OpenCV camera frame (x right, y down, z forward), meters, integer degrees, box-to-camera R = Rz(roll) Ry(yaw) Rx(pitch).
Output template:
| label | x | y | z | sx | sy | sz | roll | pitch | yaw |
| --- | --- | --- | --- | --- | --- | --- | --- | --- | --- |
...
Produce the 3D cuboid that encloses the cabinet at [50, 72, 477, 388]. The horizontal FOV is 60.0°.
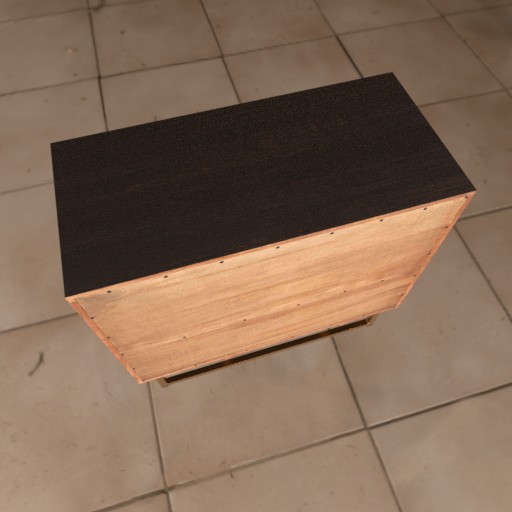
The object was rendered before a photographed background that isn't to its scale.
| label | x | y | z | sx | sy | sz | roll | pitch | yaw |
| --- | --- | --- | --- | --- | --- | --- | --- | --- | --- |
| cabinet | 0.000 | 0.000 | 1.450 | 0.950 | 0.860 | 0.451 | -15 | 60 | -9 |
